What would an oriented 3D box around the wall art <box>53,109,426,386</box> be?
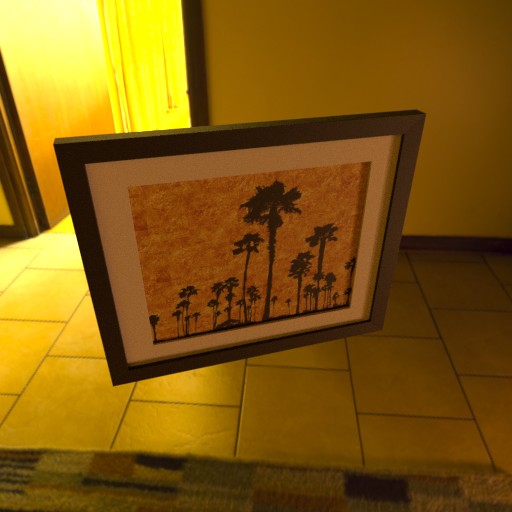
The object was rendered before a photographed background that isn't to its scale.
[{"bbox_3d":[0.000,0.000,0.778,0.561,0.460,0.028,-9,33,-14],"label":"wall art"}]
